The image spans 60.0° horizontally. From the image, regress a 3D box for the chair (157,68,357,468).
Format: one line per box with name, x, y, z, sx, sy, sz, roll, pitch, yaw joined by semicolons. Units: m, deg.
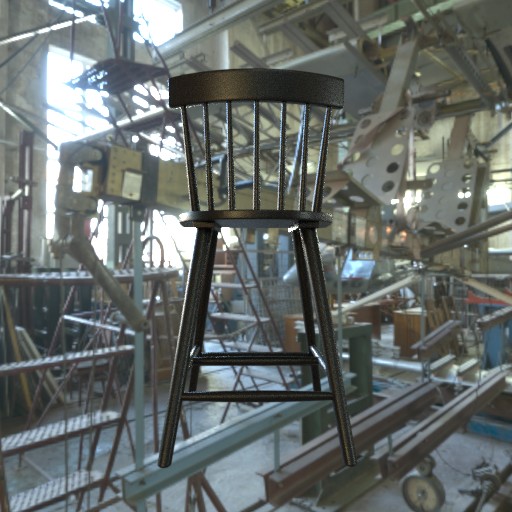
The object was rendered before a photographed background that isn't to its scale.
chair;0.000;0.000;1.273;0.483;0.952;0.572;0;-1;-1
